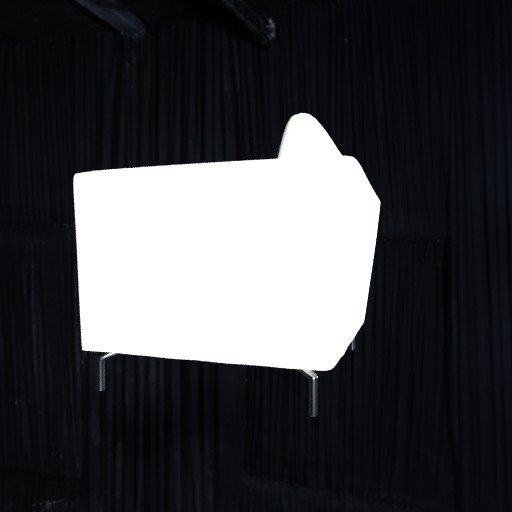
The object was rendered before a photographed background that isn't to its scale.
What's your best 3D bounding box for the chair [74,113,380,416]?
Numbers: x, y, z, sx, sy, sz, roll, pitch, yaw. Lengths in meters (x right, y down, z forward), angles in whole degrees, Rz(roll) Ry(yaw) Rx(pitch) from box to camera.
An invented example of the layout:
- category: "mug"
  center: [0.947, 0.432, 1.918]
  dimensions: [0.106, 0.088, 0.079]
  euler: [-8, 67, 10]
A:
- category: "chair"
  center: [0.000, 0.000, 1.736]
  dimensions: [0.889, 0.865, 1.041]
  euler: [0, 0, 19]
